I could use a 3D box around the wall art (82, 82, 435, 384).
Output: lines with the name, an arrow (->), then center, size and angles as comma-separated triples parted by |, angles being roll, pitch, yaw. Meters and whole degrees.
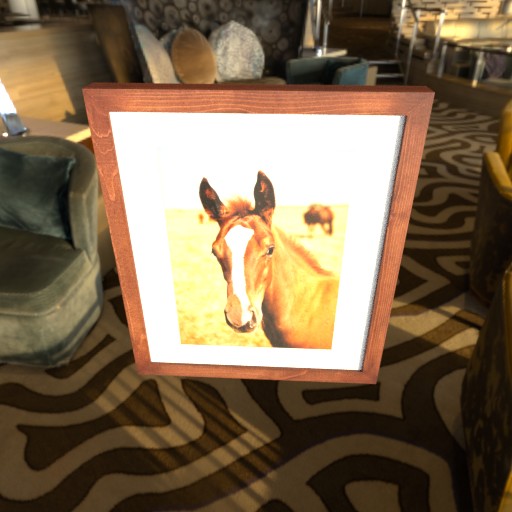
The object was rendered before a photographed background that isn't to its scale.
wall art -> 0.000, 0.000, 0.526 | 0.330, 0.381, 0.030 | 2, 32, 3
